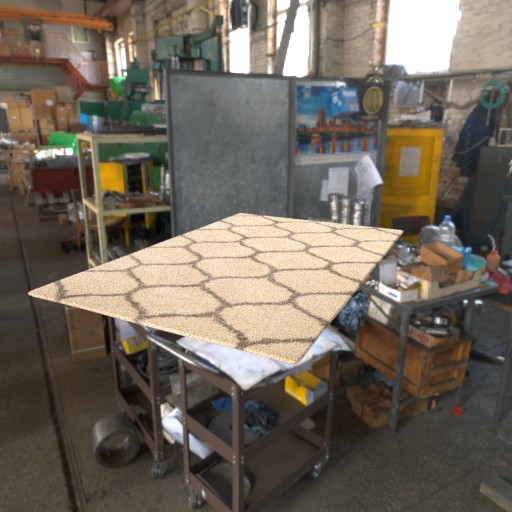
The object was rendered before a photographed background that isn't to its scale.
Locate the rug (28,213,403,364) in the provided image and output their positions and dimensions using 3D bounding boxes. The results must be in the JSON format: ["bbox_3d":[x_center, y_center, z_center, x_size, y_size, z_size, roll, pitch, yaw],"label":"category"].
[{"bbox_3d":[0.000,0.000,3.494,1.801,0.026,2.701,9,19,26],"label":"rug"}]
